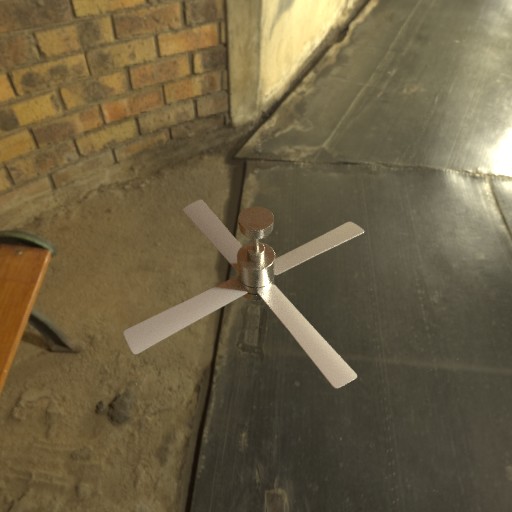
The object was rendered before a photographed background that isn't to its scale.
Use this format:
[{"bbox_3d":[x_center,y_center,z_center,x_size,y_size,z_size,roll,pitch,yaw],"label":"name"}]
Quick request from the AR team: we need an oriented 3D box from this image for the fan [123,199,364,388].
[{"bbox_3d":[0.000,0.000,2.346,1.525,0.539,1.525,-25,52,-22],"label":"fan"}]
